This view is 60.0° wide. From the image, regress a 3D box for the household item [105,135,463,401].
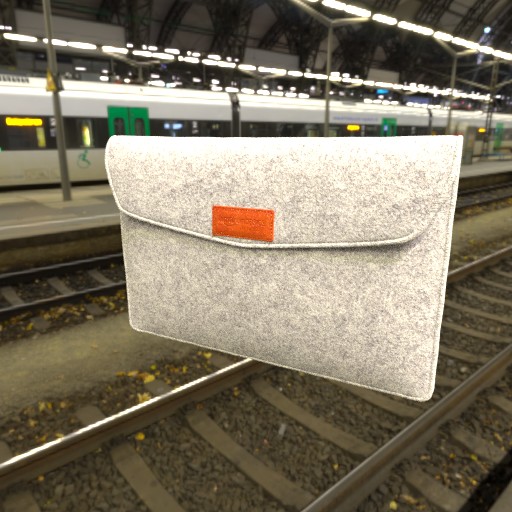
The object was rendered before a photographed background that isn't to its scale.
[{"bbox_3d":[0.000,0.000,0.421,0.335,0.221,0.057,8,17,26],"label":"household item"}]
